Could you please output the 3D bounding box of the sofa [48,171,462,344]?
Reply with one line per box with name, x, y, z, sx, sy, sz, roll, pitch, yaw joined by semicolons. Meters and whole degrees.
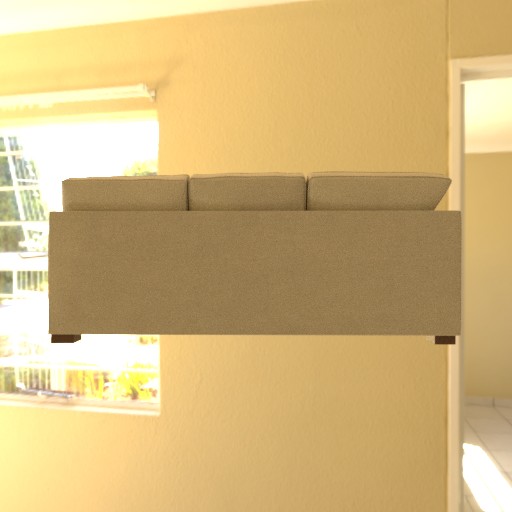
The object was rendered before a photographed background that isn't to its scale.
sofa;0.000;0.000;3.418;2.189;0.939;2.182;0;0;1
